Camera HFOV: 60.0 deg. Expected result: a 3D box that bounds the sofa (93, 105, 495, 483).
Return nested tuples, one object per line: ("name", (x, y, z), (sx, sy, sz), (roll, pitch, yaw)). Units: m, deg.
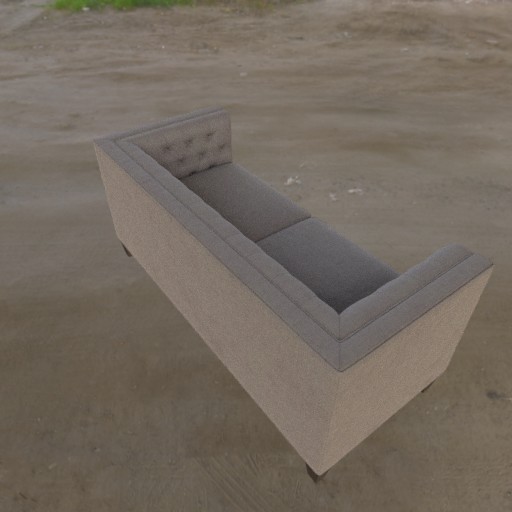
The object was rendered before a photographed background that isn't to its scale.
("sofa", (0.000, 0.000, 2.149), (0.775, 0.762, 1.778), (-26, 47, -27))
